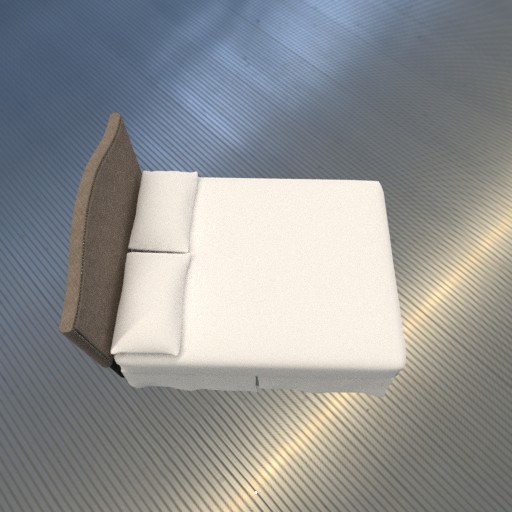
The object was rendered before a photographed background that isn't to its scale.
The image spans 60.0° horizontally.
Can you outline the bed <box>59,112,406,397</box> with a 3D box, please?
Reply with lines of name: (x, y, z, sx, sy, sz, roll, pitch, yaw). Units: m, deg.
bed: (0.000, 0.000, 3.274, 2.153, 1.518, 1.713, 1, 62, 1)
